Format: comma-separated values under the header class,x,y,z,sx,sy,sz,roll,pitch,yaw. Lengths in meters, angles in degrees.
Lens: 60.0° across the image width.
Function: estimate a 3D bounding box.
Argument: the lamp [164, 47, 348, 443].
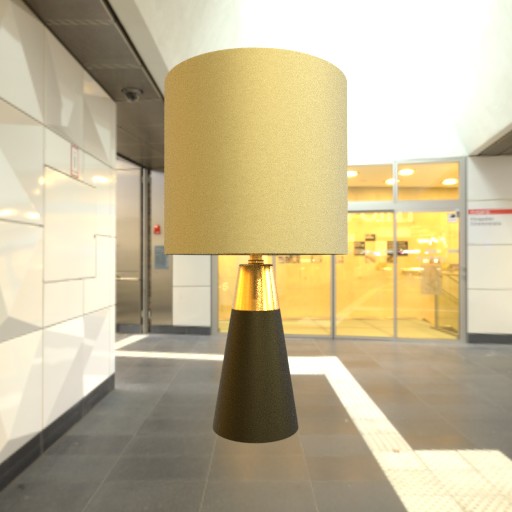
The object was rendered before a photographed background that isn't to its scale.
class,x,y,z,sx,sy,sz,roll,pitch,yaw
lamp,0.000,0.000,0.758,0.308,0.580,0.308,0,0,-20
